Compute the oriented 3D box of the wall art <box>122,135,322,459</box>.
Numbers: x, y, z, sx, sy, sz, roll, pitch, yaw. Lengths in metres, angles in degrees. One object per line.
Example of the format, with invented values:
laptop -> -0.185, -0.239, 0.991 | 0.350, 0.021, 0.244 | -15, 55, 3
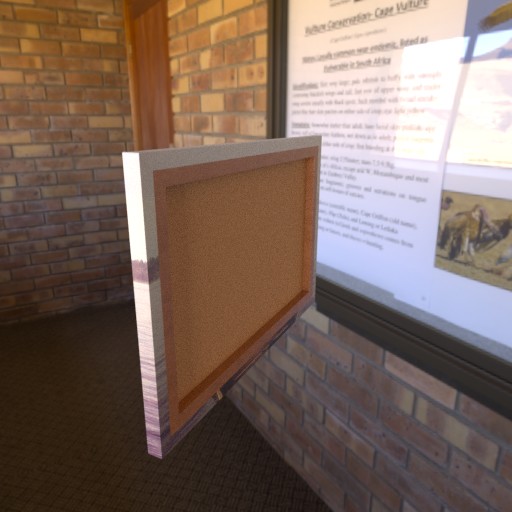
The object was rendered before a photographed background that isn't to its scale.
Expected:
wall art -> 0.000, 0.000, 1.208 | 0.037, 0.609, 0.916 | 8, 19, 26
